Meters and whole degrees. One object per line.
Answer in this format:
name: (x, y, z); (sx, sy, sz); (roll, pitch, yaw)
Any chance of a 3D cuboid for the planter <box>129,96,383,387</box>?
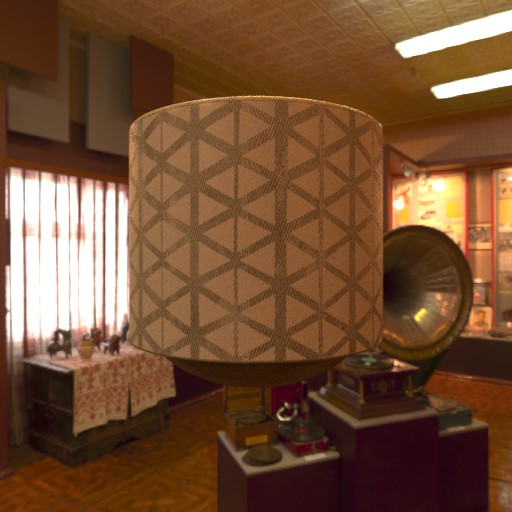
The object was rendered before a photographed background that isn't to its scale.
planter: (0.000, 0.000, 0.345); (0.190, 0.181, 0.190); (0, 0, 0)
